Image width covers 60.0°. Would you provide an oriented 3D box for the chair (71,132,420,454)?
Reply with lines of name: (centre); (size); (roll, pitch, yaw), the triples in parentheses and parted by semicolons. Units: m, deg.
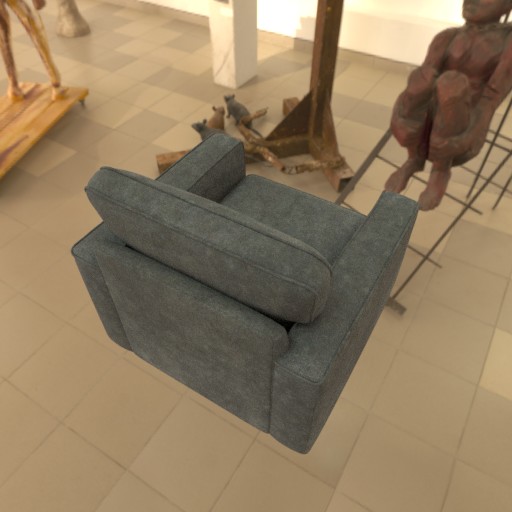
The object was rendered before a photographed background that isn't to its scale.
chair: (0.000, 0.000, 1.779); (1.015, 0.965, 0.939); (24, 51, 21)
